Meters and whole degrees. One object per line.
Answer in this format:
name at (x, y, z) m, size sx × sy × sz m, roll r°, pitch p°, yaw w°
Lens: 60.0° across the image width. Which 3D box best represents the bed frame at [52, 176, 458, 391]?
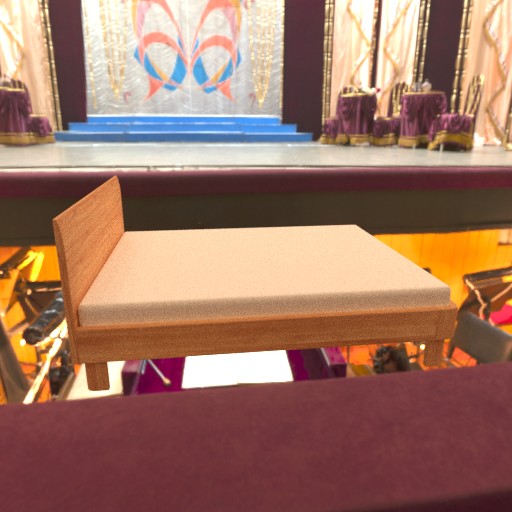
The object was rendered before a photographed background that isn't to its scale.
bed frame at (0.000, 0.000, 3.073) m, size 2.092 × 0.940 × 1.660 m, roll -2°, pitch 17°, yaw -7°
